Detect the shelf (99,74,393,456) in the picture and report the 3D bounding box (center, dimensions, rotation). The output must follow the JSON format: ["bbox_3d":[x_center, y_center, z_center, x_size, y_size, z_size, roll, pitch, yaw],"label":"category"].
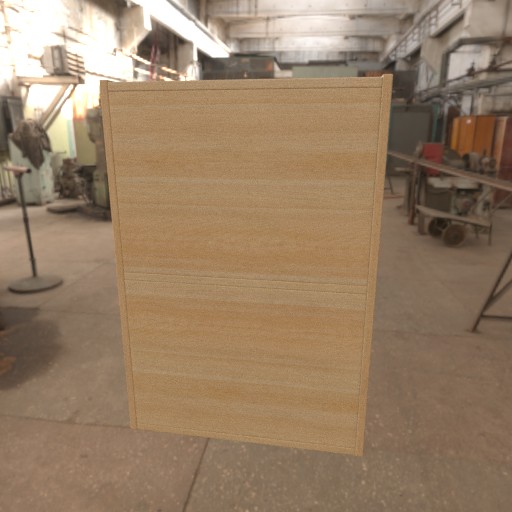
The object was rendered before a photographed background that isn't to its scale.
[{"bbox_3d":[0.000,0.000,0.826,0.414,0.592,0.290,3,16,10],"label":"shelf"}]
